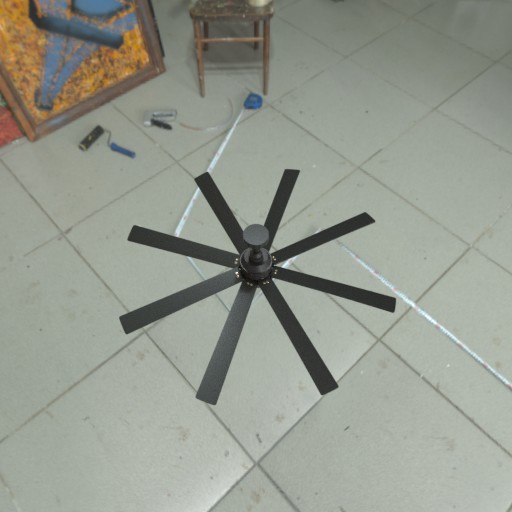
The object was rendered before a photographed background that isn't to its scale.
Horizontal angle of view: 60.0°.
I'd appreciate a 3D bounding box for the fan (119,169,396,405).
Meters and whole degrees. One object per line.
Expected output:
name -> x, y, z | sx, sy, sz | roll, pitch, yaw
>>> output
fan -> 0.000, 0.000, 2.805 | 1.830, 0.472, 1.830 | 15, 59, 10
